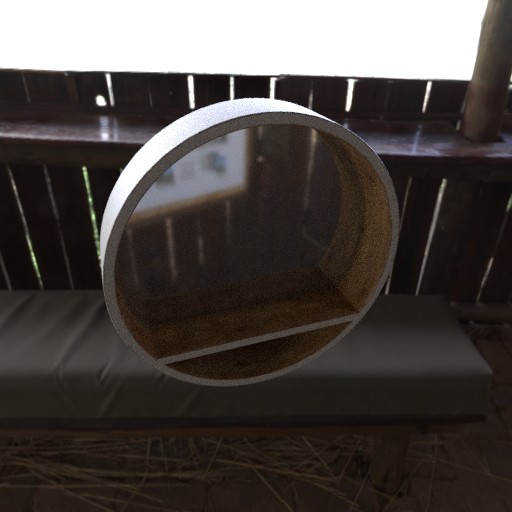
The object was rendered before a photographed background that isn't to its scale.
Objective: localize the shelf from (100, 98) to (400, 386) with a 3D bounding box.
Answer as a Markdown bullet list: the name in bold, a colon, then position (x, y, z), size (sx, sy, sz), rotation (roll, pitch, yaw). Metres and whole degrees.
- **shelf**: position (0.000, 0.000, 1.223), size (0.806, 0.807, 0.158), rotation (-10, 32, -16)
